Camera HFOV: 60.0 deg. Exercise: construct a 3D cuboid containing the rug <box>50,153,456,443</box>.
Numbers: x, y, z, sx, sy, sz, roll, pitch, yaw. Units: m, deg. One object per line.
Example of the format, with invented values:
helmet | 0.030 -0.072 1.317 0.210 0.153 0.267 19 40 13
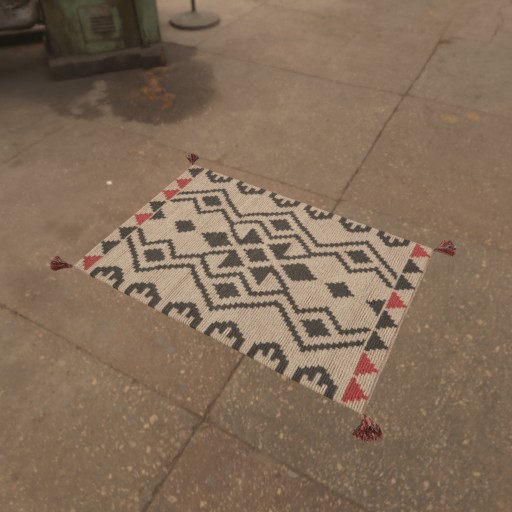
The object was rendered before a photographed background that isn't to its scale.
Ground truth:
rug | 0.000 0.000 2.674 2.069 0.067 1.444 23 50 21
